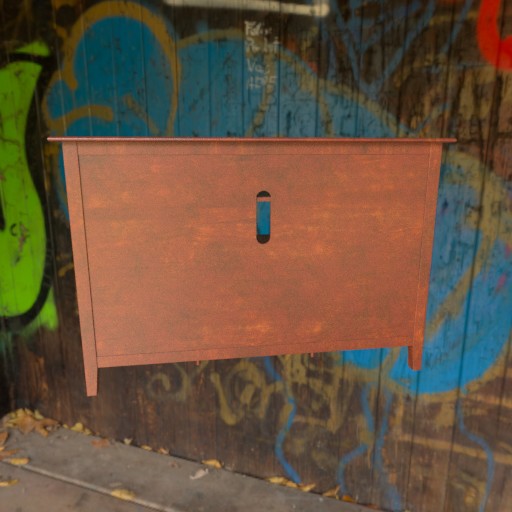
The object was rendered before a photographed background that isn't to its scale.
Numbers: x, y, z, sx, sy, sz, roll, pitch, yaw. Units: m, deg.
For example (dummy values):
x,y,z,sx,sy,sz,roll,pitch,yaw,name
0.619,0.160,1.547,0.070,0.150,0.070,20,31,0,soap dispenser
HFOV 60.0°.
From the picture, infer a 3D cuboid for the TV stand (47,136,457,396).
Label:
x,y,z,sx,sy,sz,roll,pitch,yaw,name
0.000,0.000,1.787,1.372,0.915,0.445,-2,14,-8,TV stand
